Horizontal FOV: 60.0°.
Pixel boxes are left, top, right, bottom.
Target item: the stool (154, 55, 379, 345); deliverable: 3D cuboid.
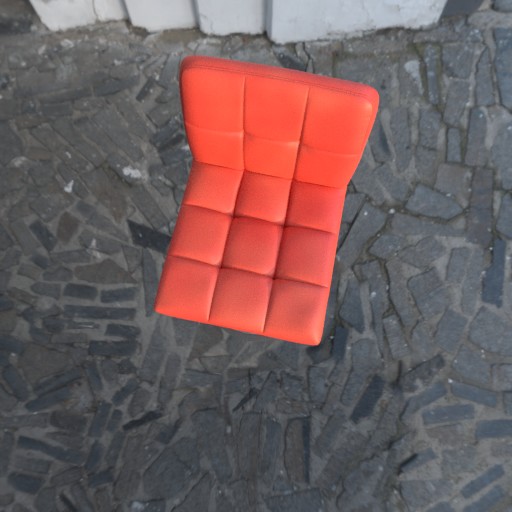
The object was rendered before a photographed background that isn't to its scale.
[{"bbox_3d":[0.000,0.000,1.358,0.430,1.115,0.505,11,74,3],"label":"stool"}]
